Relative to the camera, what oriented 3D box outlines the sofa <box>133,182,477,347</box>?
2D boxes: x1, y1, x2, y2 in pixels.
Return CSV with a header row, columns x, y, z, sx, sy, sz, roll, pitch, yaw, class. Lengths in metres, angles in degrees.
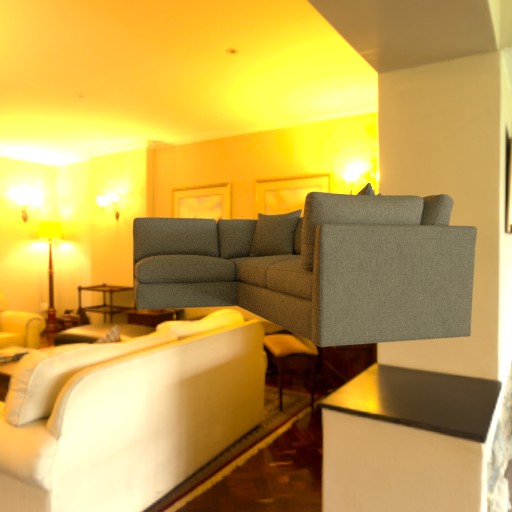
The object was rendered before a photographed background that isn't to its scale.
x,y,z,sx,sy,sz,roll,pitch,yaw,class
0.000,0.000,3.838,1.994,0.978,2.896,0,1,-17,sofa
